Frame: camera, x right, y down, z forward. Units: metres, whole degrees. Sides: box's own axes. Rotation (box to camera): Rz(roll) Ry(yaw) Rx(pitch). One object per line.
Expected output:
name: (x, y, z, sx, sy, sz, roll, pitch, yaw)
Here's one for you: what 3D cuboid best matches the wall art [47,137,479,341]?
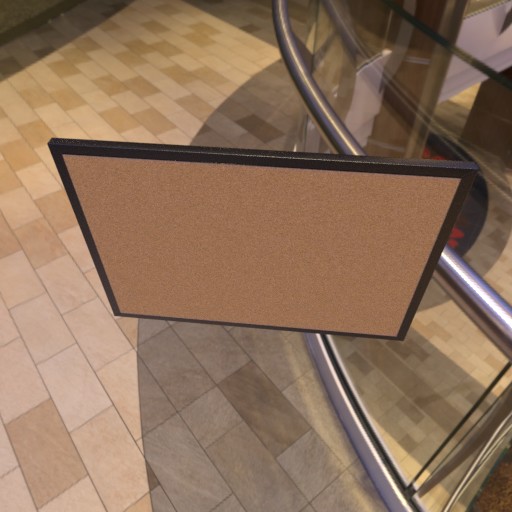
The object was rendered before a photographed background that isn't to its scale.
wall art: (0.000, 0.000, 0.564, 0.440, 0.306, 0.013, 4, 47, 4)
